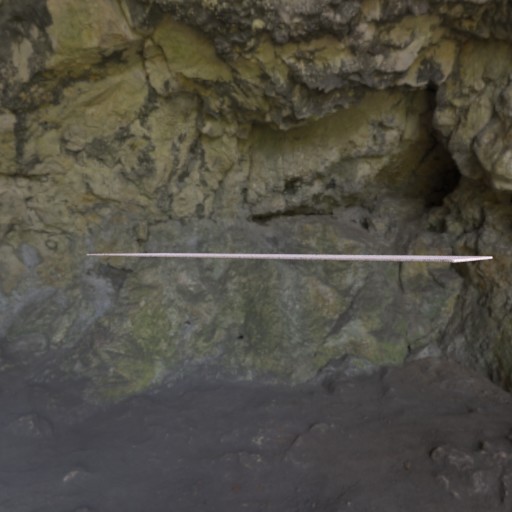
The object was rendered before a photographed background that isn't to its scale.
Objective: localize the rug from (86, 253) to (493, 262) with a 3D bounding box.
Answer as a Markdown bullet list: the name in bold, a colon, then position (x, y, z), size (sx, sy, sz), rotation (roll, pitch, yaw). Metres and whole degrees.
- **rug**: position (0.000, 0.000, 2.701), size (2.452, 0.012, 0.775), rotation (1, 1, 38)
